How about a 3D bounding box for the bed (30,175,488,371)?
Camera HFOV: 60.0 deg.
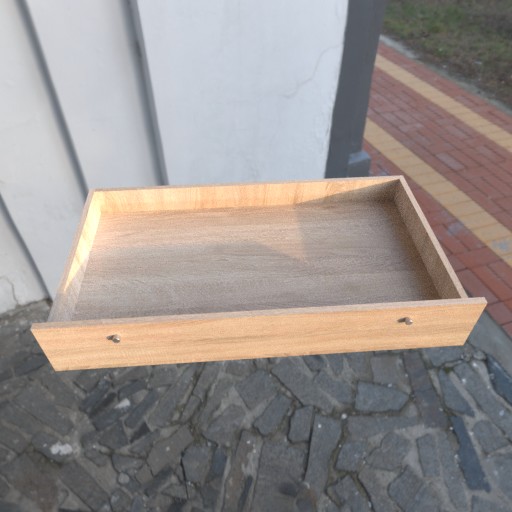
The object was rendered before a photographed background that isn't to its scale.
[{"bbox_3d":[0.000,0.000,1.466,1.200,0.209,0.685,-3,45,-3],"label":"bed"}]
